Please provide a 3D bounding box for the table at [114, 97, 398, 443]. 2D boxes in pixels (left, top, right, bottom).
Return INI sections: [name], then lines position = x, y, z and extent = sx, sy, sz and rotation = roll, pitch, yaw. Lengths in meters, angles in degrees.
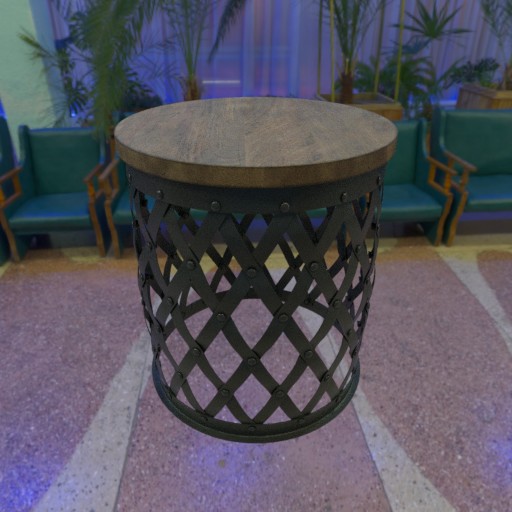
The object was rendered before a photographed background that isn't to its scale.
[table]
position = 0.000, 0.000, 0.766
extent = 0.405, 0.454, 0.405
rotation = 0, 30, 0
